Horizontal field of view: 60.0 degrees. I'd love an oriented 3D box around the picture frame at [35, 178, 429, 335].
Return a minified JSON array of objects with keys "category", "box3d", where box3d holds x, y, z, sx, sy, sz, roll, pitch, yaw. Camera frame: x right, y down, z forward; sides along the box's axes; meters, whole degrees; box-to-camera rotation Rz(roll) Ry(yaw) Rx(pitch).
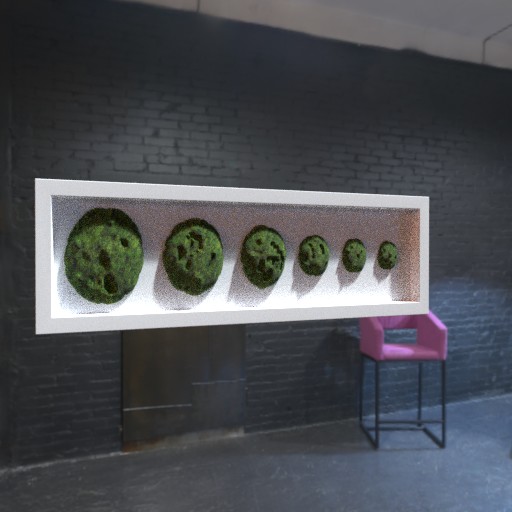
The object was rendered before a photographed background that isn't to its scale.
[{"category":"picture frame","box3d":[0.000,0.000,0.851,0.759,0.250,0.050,0,1,-18]}]
